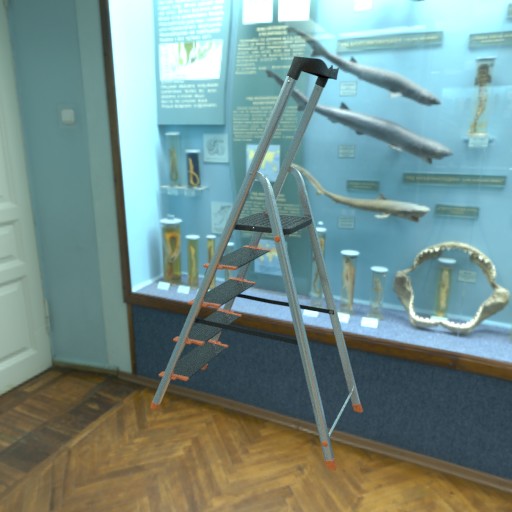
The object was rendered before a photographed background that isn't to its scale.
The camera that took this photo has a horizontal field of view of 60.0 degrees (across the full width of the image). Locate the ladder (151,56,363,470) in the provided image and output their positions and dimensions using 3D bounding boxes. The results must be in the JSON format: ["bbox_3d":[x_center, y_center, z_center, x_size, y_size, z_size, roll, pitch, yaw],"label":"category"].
[{"bbox_3d":[0.000,0.000,2.075,0.995,1.646,0.480,8,17,26],"label":"ladder"}]
